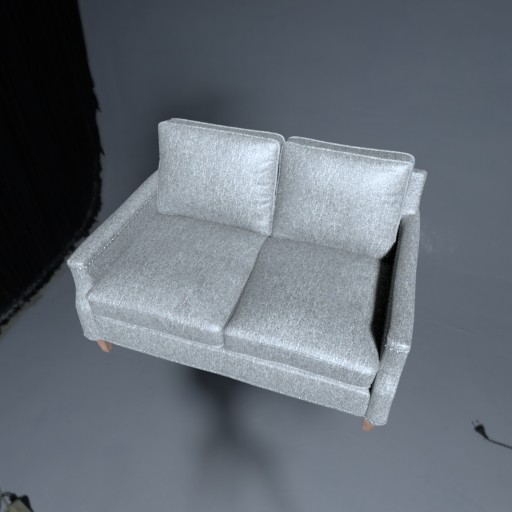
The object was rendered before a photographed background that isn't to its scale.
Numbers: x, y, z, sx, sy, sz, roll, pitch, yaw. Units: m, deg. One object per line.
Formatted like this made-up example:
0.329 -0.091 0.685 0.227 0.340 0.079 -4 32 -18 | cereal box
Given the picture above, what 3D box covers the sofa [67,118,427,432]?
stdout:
0.000 0.000 2.314 1.597 1.003 1.084 13 43 14 | sofa
